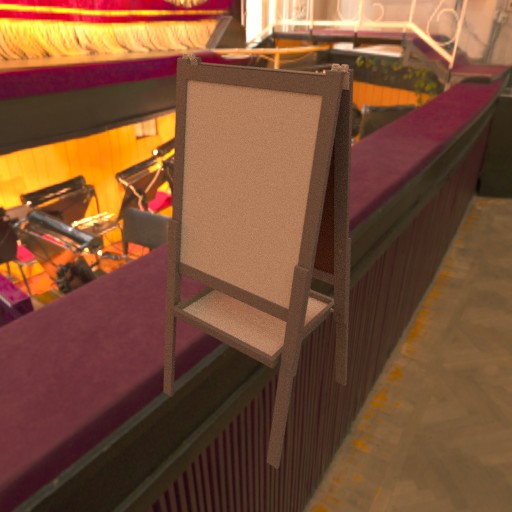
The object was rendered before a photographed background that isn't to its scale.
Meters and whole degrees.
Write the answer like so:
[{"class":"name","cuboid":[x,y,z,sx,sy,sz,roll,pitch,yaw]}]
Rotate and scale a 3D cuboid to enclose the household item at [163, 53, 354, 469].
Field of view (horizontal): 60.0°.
[{"class":"household item","cuboid":[0.000,0.000,1.432,0.531,1.172,0.469,21,35,33]}]
